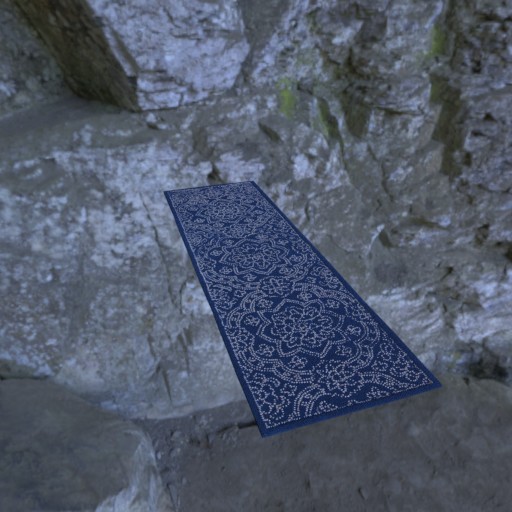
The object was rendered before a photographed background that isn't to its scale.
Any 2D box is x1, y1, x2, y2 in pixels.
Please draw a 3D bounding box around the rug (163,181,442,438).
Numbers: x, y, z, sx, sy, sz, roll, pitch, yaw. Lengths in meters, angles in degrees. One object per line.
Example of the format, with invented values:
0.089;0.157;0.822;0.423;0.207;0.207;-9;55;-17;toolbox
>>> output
0.000;0.000;2.670;0.769;0.012;2.448;-9;31;-16;rug
